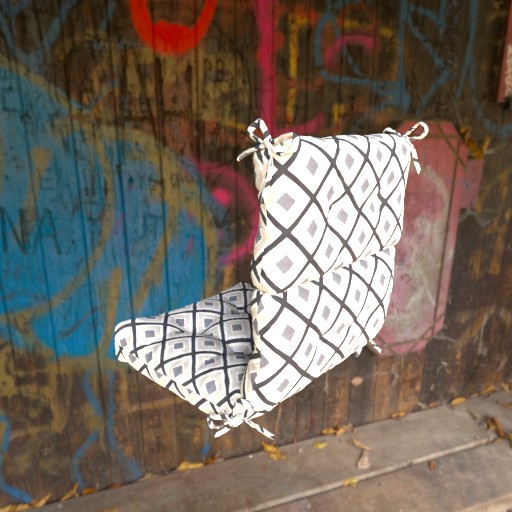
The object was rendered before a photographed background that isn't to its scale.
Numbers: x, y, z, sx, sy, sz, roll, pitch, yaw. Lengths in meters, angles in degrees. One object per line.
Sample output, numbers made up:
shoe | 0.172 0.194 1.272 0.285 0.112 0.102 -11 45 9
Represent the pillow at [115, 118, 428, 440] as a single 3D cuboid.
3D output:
pillow | 0.000 0.000 1.034 0.571 0.605 0.519 14 22 40
